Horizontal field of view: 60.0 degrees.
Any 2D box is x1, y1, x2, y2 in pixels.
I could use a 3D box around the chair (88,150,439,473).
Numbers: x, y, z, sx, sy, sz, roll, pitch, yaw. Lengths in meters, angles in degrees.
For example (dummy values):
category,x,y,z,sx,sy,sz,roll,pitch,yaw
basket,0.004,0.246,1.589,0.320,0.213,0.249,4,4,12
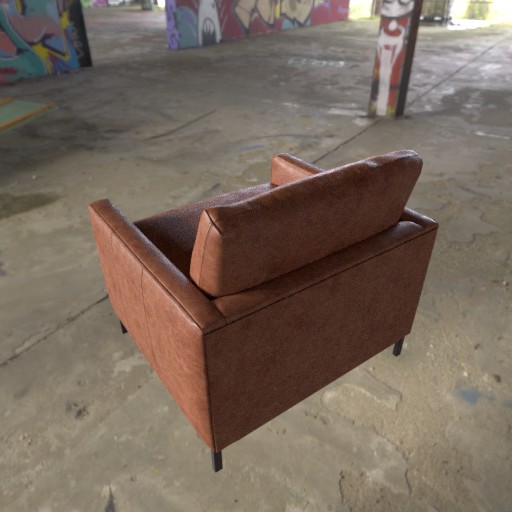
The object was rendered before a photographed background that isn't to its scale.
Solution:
category,x,y,z,sx,sy,sz,roll,pitch,yaw
chair,0.000,0.000,1.666,0.967,0.869,0.862,-21,39,-29
